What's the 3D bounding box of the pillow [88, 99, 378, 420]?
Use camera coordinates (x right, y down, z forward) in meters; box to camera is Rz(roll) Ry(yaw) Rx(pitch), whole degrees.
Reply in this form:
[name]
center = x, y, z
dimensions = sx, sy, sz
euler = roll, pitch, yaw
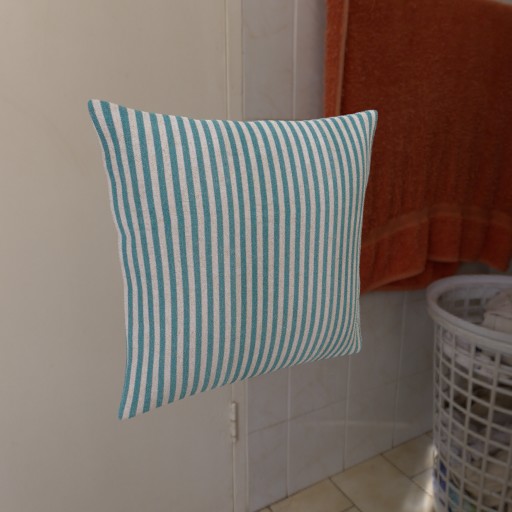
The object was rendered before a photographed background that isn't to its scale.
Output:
[pillow]
center = 0.000, 0.000, 0.792
dimensions = 0.523, 0.510, 0.166
euler = -8, 17, -26
